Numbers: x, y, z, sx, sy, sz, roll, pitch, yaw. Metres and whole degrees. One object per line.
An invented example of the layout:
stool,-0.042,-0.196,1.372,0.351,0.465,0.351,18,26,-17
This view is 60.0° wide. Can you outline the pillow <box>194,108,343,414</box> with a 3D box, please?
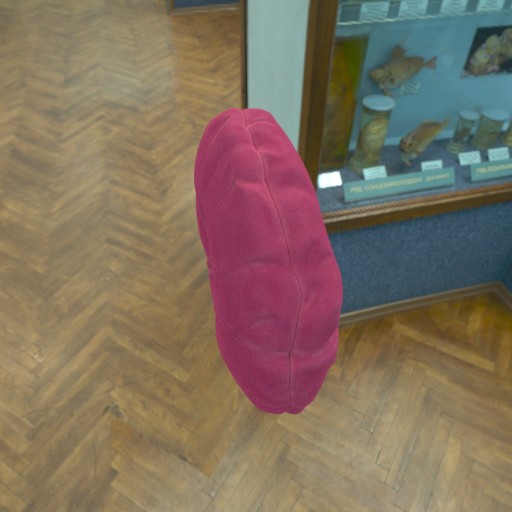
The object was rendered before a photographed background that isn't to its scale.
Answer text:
pillow,0.000,0.000,0.640,0.148,0.407,0.428,-9,46,-8
